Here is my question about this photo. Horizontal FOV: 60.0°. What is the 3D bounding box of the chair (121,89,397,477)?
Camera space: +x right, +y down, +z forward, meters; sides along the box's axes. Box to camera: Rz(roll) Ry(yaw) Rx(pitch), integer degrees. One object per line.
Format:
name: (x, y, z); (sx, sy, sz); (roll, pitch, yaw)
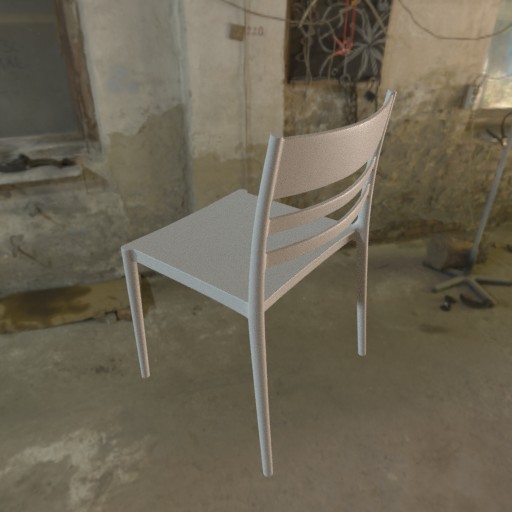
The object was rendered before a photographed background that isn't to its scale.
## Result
chair: (0.000, 0.000, 1.145); (0.511, 0.800, 0.531); (21, 37, 31)
